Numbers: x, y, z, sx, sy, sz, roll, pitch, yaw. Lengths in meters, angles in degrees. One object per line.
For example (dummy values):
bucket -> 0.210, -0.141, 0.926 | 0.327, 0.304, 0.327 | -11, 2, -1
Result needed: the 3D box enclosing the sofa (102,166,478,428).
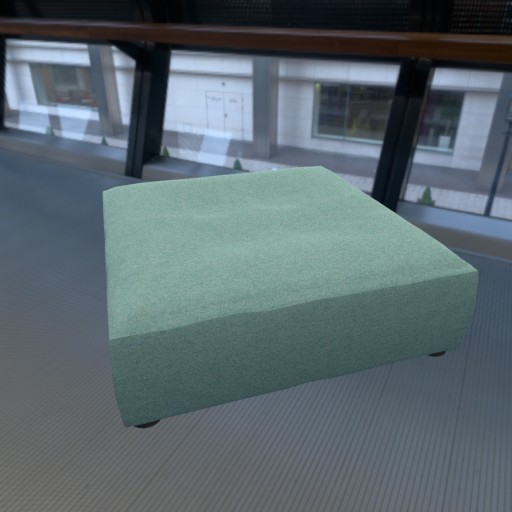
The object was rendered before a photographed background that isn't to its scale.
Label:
sofa -> 0.000, 0.000, 1.451 | 0.930, 0.330, 0.930 | -9, 30, -16
